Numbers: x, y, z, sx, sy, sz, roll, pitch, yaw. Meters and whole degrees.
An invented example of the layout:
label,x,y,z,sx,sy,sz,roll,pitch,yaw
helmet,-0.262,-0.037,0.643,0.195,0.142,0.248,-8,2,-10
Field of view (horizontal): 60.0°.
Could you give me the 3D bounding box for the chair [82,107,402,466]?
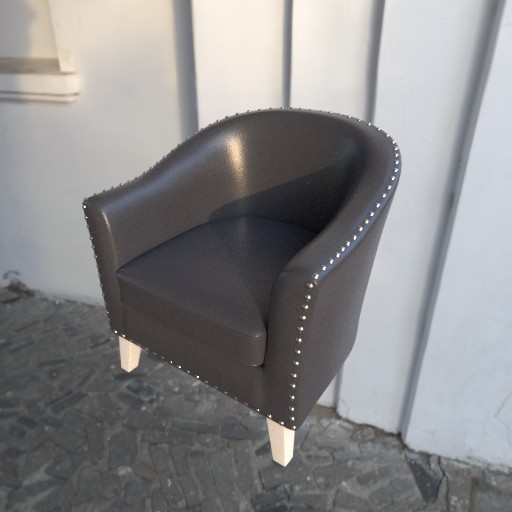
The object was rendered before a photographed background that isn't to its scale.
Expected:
label,x,y,z,sx,sy,sz,roll,pitch,yaw
chair,0.000,0.000,1.449,0.794,0.823,0.748,19,33,31
